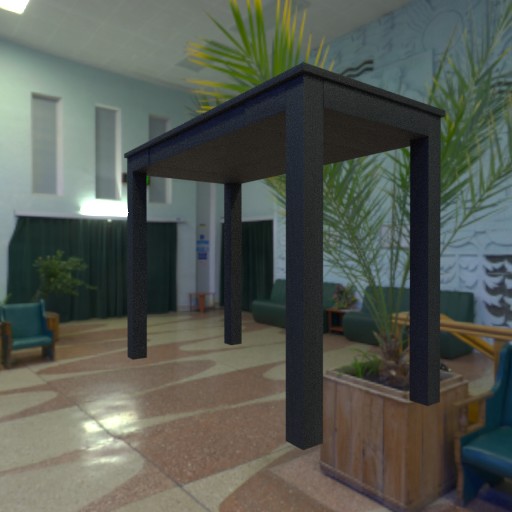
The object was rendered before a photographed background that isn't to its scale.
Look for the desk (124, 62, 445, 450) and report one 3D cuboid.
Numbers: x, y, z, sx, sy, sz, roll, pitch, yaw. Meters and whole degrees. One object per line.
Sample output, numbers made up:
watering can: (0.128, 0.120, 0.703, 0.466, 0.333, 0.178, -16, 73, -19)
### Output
desk: (0.000, 0.000, 1.410, 0.499, 0.762, 0.991, 0, 1, -36)
